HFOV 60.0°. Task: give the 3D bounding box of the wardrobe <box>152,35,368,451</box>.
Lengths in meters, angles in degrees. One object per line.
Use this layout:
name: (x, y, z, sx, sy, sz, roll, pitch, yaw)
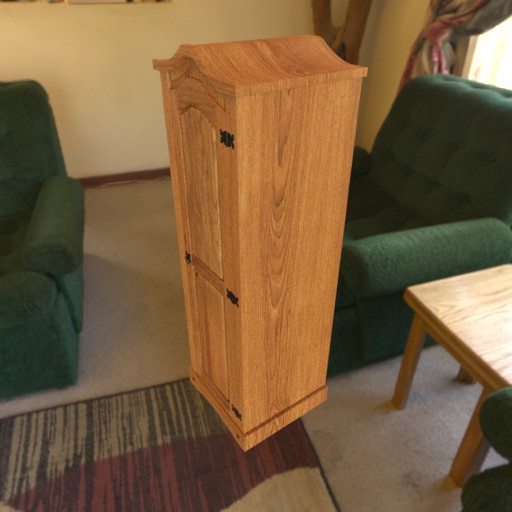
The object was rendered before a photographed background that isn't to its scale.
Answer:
wardrobe: (0.000, 0.000, 2.114, 0.570, 1.870, 0.590, -21, 38, -29)
